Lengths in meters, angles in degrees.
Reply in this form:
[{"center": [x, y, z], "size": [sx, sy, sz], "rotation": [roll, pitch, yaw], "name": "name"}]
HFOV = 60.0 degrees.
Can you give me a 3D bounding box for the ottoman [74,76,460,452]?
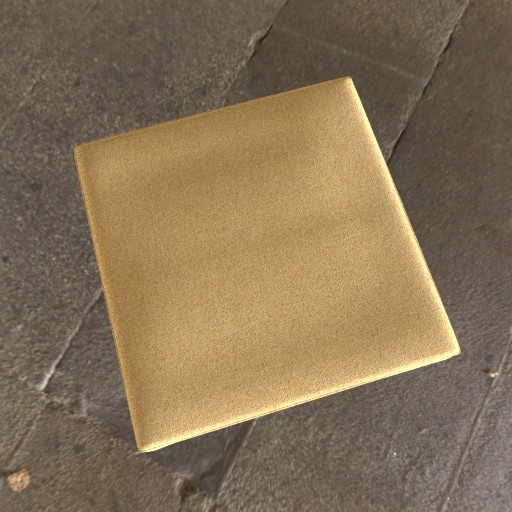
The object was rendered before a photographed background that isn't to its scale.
[{"center": [0.000, 0.000, 1.511], "size": [0.970, 0.378, 0.981], "rotation": [-16, 76, -4], "name": "ottoman"}]
